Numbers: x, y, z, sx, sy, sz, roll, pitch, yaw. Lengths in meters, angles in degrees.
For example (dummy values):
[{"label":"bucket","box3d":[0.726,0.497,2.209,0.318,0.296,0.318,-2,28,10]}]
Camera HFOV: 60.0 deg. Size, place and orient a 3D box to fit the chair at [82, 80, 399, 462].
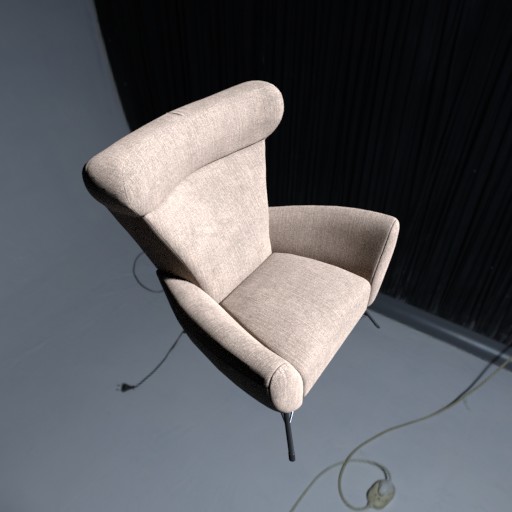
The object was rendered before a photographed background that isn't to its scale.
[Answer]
[{"label":"chair","box3d":[0.000,0.000,1.761,0.900,1.040,0.980,25,46,26]}]
